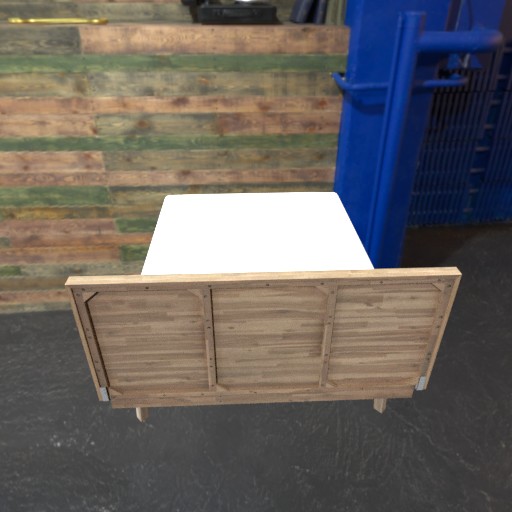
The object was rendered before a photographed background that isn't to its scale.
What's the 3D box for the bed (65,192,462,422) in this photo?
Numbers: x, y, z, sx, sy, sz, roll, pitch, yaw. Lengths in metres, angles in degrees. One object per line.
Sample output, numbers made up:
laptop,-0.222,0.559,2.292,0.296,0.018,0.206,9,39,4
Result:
bed,0.000,0.000,3.143,1.759,1.071,2.145,-1,32,-2
